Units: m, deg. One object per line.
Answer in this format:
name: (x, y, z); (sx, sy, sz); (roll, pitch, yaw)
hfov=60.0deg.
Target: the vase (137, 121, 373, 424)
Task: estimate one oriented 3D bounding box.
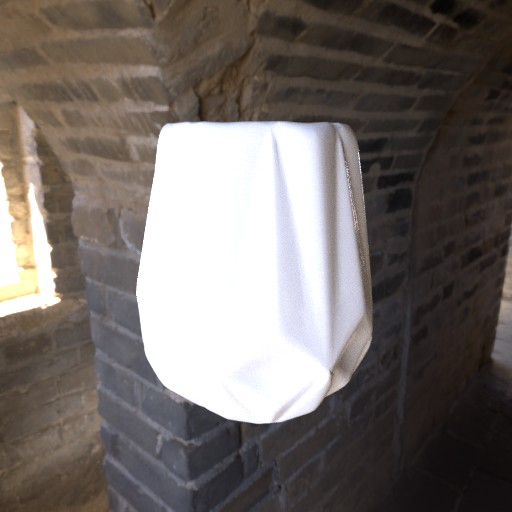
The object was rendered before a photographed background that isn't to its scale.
vase: (0.000, 0.000, 0.265); (0.141, 0.152, 0.141); (0, 15, 0)
